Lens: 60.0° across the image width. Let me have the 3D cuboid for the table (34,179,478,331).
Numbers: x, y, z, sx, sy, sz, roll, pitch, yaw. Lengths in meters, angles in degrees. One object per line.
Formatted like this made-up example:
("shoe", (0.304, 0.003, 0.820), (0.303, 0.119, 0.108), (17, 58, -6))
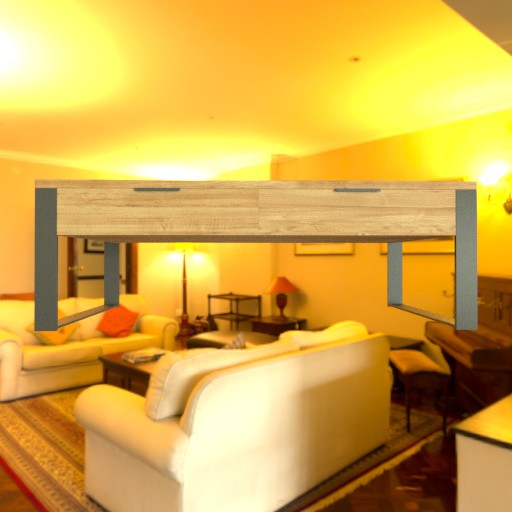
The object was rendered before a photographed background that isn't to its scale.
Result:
("table", (0.000, 0.000, 1.465), (1.180, 0.400, 0.590), (0, 0, -1))
